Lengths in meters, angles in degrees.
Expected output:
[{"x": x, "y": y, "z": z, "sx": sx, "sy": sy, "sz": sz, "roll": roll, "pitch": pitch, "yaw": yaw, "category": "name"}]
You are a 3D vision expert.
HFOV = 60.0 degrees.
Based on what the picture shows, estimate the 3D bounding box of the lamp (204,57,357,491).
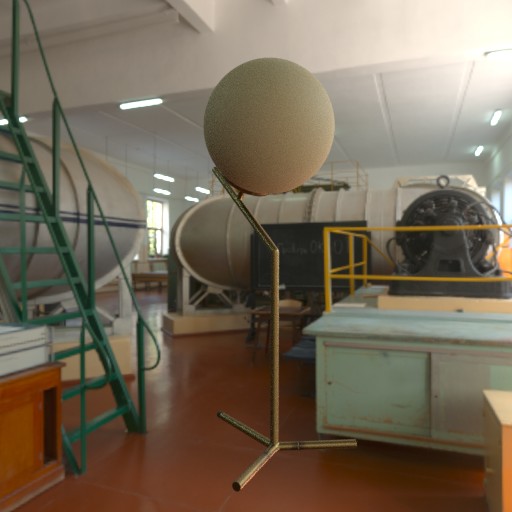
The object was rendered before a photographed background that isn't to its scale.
[{"x": 0.000, "y": 0.000, "z": 0.664, "sx": 0.210, "sy": 0.552, "sz": 0.251, "roll": 0, "pitch": 1, "yaw": -35, "category": "lamp"}]
